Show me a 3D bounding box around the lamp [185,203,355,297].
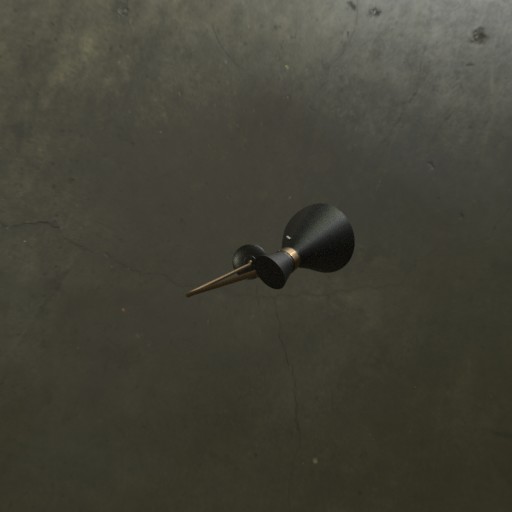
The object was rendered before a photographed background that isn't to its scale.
[{"bbox_3d":[0.000,0.000,1.617,0.467,1.438,0.277,0,91,0],"label":"lamp"}]
